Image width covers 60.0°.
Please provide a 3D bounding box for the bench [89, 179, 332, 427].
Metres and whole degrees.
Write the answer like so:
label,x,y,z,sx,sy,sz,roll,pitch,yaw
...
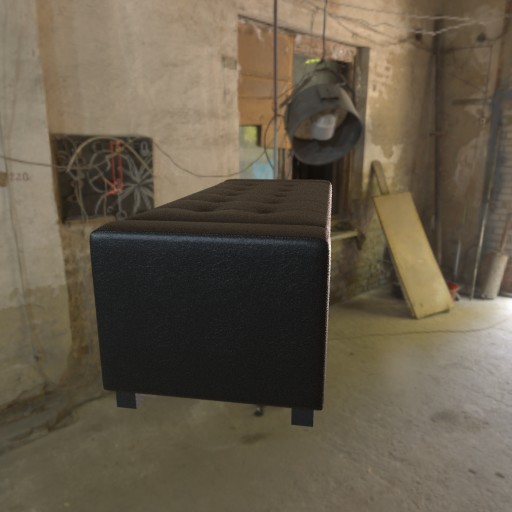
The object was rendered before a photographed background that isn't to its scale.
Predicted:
label,x,y,z,sx,sy,sz,roll,pitch,yaw
bench,0.000,0.000,1.550,0.508,0.445,1.296,2,15,9
